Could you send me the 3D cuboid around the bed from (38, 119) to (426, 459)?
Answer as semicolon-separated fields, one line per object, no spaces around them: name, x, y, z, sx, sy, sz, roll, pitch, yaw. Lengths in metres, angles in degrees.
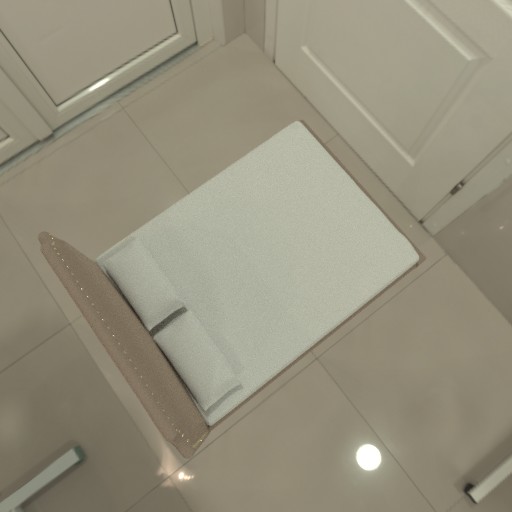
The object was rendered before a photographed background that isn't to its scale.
bed;0.000;0.000;3.476;2.372;1.443;1.713;-36;78;-9
